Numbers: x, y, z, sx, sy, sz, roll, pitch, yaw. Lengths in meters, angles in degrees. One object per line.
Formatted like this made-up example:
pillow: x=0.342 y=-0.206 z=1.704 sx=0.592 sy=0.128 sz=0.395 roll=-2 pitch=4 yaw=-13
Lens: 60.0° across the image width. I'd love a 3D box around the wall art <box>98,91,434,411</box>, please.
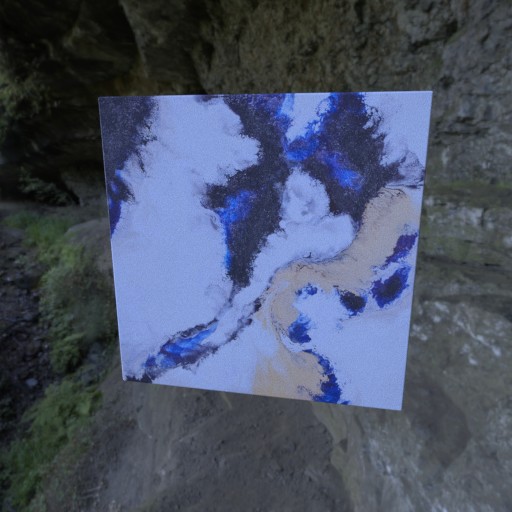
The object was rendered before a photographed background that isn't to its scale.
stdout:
wall art: x=0.000 y=0.000 z=0.888 sx=0.609 sy=0.609 sz=0.039 roll=3 pitch=15 yaw=11
